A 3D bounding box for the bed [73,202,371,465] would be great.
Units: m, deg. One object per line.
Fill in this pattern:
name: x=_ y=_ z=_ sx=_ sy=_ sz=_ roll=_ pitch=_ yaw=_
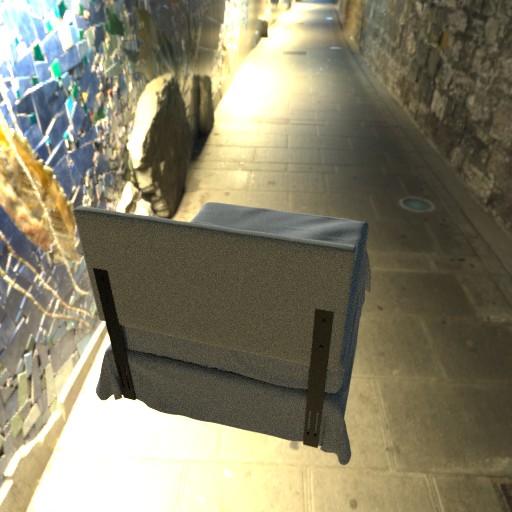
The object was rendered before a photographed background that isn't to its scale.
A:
bed: x=0.000 y=0.000 z=3.605 sx=1.936 sy=1.577 sz=2.222 roll=9 pitch=33 yaw=14
